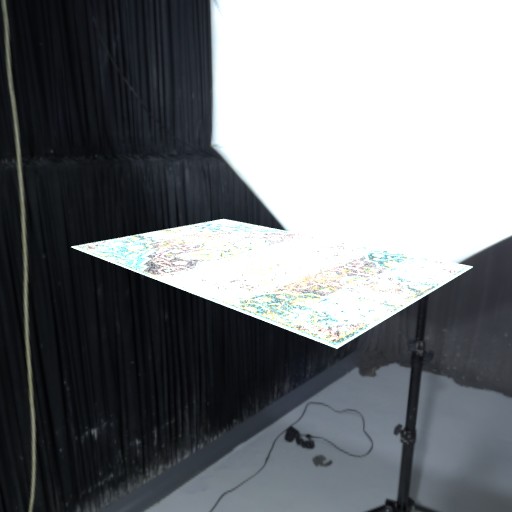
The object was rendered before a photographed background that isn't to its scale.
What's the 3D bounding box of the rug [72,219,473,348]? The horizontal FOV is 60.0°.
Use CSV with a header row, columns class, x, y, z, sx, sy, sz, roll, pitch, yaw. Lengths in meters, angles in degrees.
class,x,y,z,sx,sy,sz,roll,pitch,yaw
rug,0.000,0.000,3.048,2.363,0.004,1.566,15,21,43
